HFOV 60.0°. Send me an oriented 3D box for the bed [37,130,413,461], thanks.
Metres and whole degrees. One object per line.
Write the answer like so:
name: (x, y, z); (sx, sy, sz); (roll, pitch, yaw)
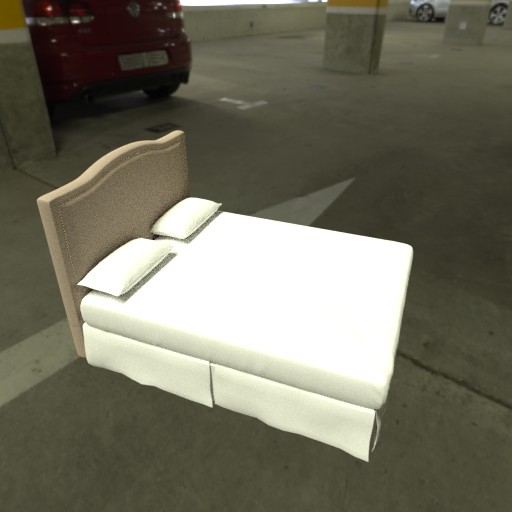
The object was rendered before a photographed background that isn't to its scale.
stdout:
bed: (0.000, 0.000, 3.389); (2.282, 1.436, 1.821); (12, 33, 18)
